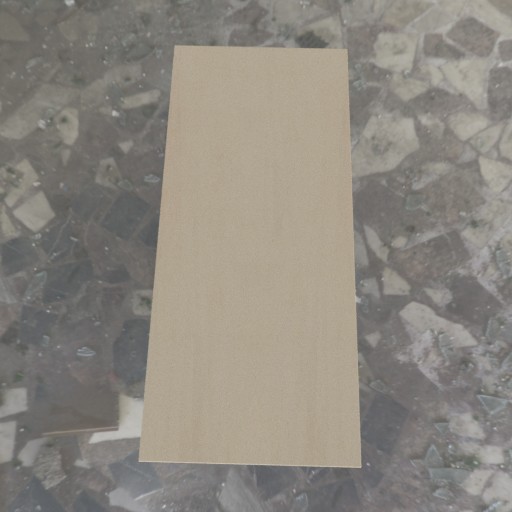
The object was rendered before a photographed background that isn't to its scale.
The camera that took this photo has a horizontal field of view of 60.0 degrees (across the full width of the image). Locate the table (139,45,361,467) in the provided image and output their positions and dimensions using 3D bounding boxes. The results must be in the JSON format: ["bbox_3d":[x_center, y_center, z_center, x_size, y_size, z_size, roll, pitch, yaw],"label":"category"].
[{"bbox_3d":[0.000,0.000,1.273,0.457,0.483,1.016,1,75,0],"label":"table"}]
